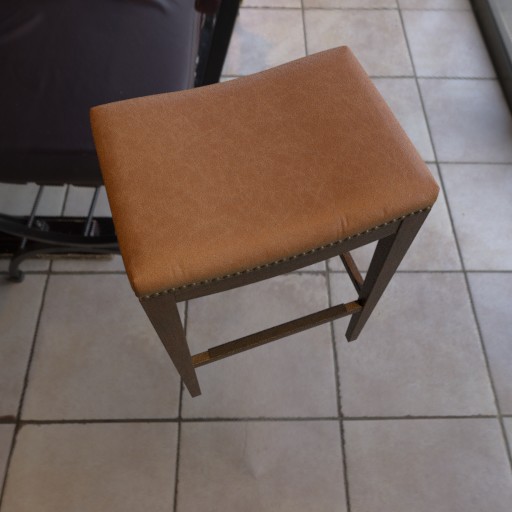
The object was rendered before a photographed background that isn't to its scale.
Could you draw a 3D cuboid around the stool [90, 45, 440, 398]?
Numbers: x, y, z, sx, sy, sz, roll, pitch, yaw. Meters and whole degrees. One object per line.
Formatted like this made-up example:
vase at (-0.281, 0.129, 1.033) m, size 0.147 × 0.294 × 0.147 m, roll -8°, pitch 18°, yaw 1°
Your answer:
stool at (0.000, 0.000, 1.008) m, size 0.500 × 0.759 × 0.361 m, roll -17°, pitch 65°, yaw -9°
